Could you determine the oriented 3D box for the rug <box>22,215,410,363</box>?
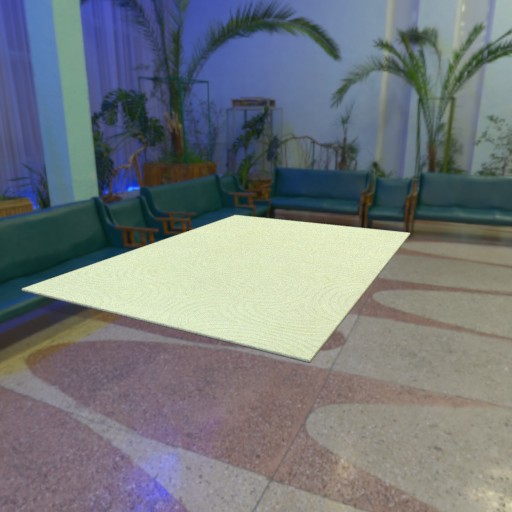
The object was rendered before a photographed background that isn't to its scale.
[{"bbox_3d":[0.000,0.000,2.777,1.526,0.015,2.132,8,18,26],"label":"rug"}]
